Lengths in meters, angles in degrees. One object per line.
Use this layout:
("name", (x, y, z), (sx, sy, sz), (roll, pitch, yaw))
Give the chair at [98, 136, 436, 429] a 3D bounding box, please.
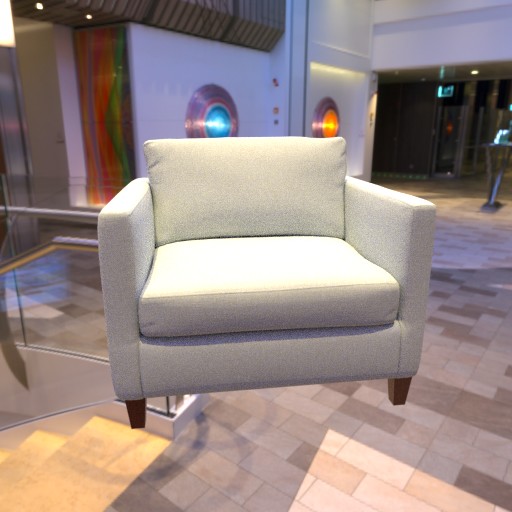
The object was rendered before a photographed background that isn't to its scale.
("chair", (0.000, 0.000, 1.865), (1.107, 0.961, 0.953), (-2, 16, -8))
